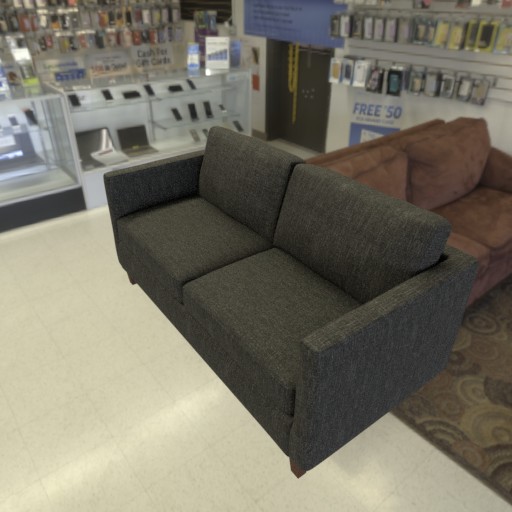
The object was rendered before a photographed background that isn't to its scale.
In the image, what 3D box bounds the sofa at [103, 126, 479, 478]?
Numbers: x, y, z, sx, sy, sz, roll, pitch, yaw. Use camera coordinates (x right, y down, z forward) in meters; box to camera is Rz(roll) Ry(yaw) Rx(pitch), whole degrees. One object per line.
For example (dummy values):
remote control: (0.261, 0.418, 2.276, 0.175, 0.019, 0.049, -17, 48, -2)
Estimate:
sofa: (0.000, 0.000, 2.361, 0.950, 0.963, 1.884, -22, 38, -30)
